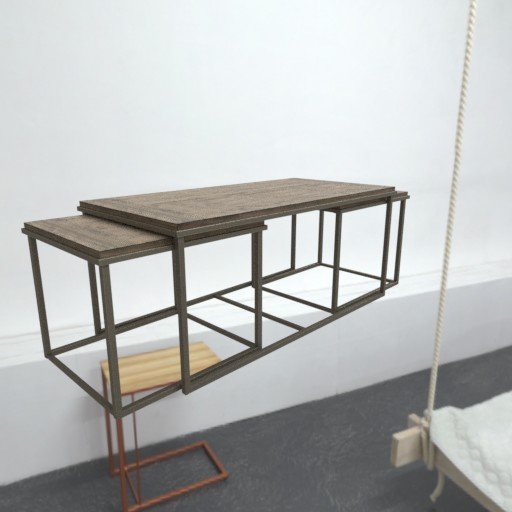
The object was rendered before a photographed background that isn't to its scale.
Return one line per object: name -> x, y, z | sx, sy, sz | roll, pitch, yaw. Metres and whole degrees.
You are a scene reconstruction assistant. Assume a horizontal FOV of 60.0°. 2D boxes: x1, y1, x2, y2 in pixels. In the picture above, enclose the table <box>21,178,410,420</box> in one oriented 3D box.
table -> 0.000, 0.000, 1.506 | 0.489, 0.427, 1.312 | 15, 21, 43
